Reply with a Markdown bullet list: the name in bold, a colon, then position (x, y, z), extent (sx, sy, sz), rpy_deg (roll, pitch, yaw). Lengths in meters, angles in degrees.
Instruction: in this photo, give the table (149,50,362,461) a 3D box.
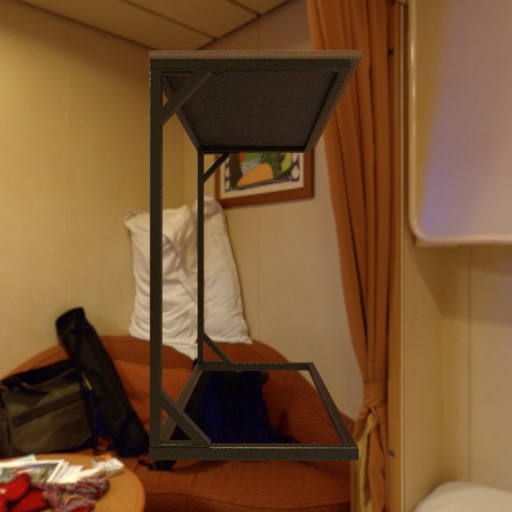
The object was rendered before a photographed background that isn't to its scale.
- **table**: position (0.000, 0.000, 1.025), extent (0.351, 0.673, 0.597), rpy_deg (0, 0, 0)
